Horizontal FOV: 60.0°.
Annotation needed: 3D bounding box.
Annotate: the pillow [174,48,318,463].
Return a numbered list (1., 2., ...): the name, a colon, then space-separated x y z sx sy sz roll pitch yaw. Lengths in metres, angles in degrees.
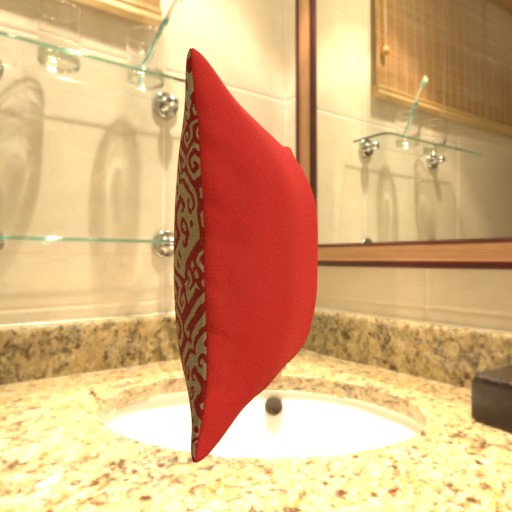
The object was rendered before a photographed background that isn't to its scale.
1. pillow: 0.000 0.000 0.785 0.192 0.507 0.522 0 0 17
